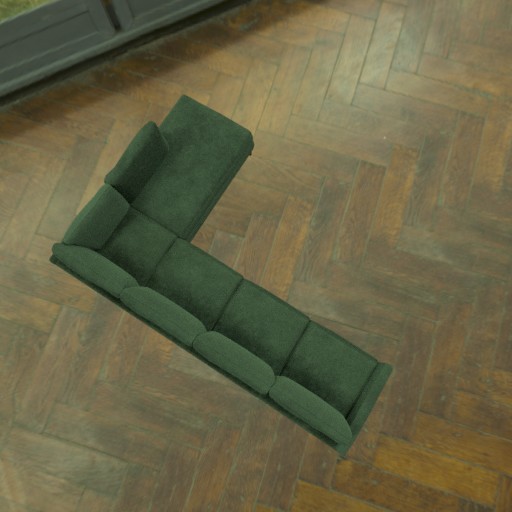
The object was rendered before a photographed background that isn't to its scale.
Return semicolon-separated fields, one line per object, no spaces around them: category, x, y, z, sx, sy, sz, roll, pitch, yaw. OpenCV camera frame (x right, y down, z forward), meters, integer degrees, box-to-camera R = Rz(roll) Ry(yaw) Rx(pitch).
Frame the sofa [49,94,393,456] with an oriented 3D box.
sofa;0.000;0.000;3.326;2.486;0.687;1.707;32;79;7
